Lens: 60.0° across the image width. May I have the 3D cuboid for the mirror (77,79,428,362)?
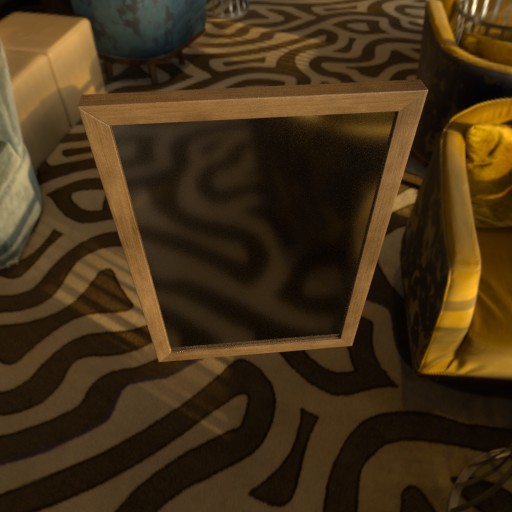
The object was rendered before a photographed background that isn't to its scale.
[{"bbox_3d":[0.000,0.000,0.911,0.507,0.710,0.040,-4,47,-4],"label":"mirror"}]
